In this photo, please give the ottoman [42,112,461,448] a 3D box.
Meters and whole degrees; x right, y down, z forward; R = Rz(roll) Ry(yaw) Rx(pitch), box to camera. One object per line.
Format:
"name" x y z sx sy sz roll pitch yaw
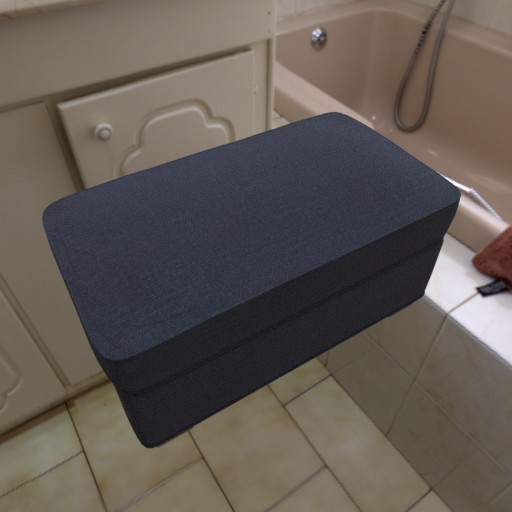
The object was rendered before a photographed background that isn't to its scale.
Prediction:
"ottoman" 0.000 0.000 1.159 0.895 0.453 0.505 -23 50 -21
